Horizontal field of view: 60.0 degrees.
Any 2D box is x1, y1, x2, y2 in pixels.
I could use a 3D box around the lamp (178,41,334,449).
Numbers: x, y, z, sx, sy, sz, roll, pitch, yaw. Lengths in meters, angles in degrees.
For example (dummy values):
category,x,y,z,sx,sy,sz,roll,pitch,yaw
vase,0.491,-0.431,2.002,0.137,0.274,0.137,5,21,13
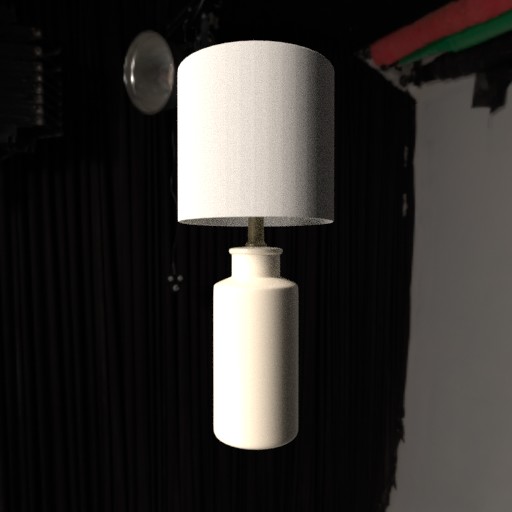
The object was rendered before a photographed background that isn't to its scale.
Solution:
category,x,y,z,sx,sy,sz,roll,pitch,yaw
lamp,0.000,0.000,0.613,0.212,0.493,0.212,-1,1,-35
